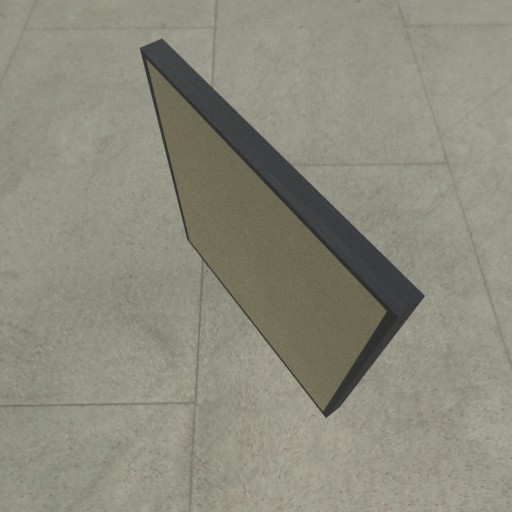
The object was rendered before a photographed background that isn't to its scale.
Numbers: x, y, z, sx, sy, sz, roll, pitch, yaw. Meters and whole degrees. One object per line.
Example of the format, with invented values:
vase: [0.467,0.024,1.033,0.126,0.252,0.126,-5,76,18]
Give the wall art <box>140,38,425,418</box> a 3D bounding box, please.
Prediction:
wall art: [0.000,0.000,0.750,0.037,0.507,0.509,-32,65,-17]
